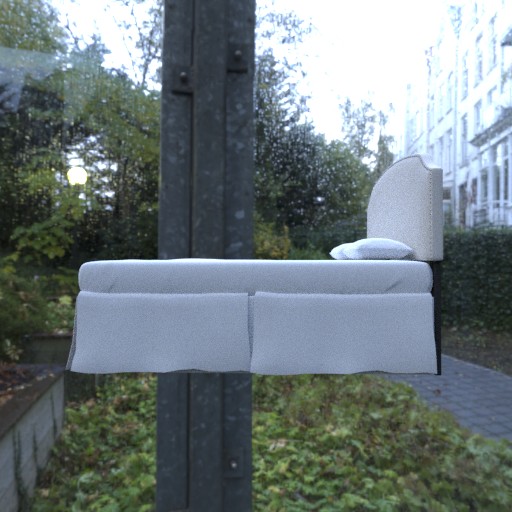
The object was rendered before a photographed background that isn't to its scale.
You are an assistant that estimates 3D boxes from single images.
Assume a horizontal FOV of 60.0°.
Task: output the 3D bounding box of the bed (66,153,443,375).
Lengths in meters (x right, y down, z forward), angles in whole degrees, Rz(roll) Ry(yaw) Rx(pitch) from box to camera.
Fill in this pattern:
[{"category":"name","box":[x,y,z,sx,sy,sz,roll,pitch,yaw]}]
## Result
[{"category":"bed","box":[0.000,0.000,3.083,1.999,1.270,1.558,0,-1,2]}]
